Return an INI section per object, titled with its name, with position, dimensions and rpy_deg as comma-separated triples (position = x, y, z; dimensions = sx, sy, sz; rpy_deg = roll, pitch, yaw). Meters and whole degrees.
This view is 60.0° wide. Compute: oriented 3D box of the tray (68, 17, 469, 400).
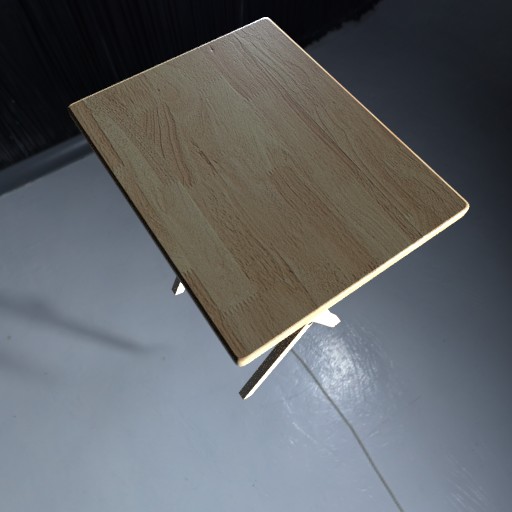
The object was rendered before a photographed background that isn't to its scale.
[tray]
position = 0.000, 0.000, 0.934
dimensions = 0.381, 0.660, 0.483
rpy_deg = -32, 67, -15
